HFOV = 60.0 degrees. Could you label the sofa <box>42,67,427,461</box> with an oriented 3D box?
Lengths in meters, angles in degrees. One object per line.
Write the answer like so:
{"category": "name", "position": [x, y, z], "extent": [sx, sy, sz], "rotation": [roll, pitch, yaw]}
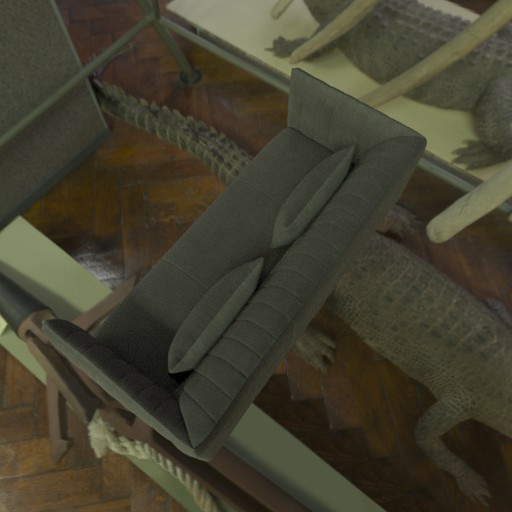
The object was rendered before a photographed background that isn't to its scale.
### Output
{"category": "sofa", "position": [0.000, 0.000, 2.425], "extent": [0.876, 0.780, 1.980], "rotation": [34, 69, 15]}
